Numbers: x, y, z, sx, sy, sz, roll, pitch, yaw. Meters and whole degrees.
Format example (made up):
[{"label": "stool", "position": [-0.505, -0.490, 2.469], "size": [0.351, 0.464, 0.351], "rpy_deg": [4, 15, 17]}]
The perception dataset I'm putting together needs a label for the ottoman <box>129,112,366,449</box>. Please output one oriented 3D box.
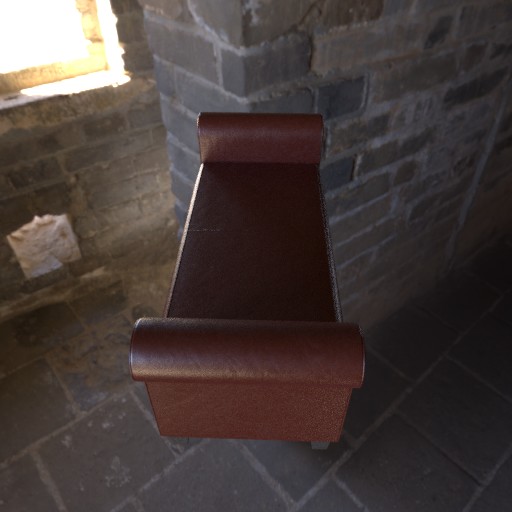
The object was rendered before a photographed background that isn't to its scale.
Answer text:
[{"label": "ottoman", "position": [0.000, 0.000, 1.556], "size": [0.521, 0.547, 1.256], "rpy_deg": [1, 42, 1]}]
